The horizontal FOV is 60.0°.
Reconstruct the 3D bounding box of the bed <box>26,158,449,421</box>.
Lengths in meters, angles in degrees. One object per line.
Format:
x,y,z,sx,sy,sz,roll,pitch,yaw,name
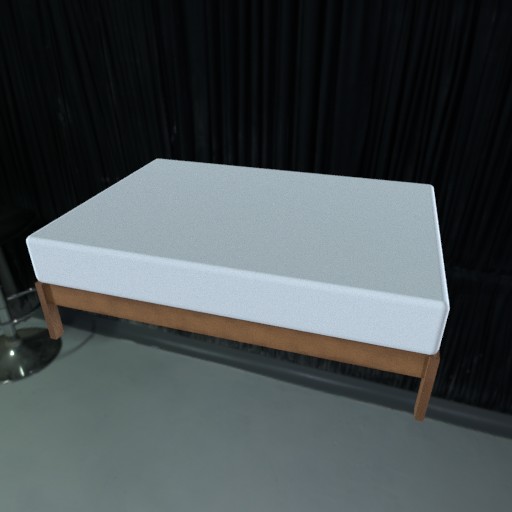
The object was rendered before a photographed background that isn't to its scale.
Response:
0.000,0.000,2.583,1.927,0.616,1.348,8,30,15,bed
